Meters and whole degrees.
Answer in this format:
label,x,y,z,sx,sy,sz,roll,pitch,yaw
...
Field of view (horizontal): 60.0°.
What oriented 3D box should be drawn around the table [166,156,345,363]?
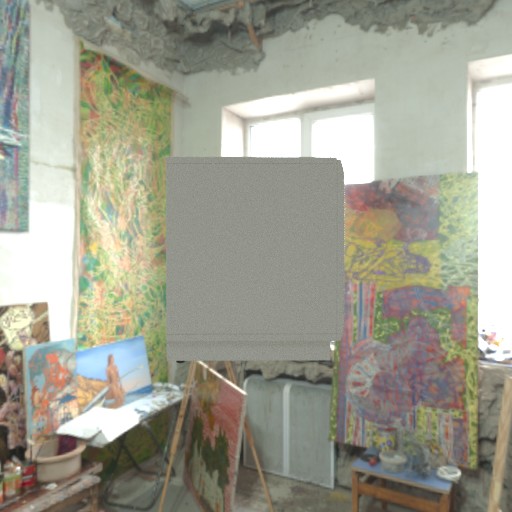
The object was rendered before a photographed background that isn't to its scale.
label,x,y,z,sx,sy,sz,roll,pitch,yaw
table,0.000,0.000,1.715,0.400,0.440,1.550,0,1,-1
